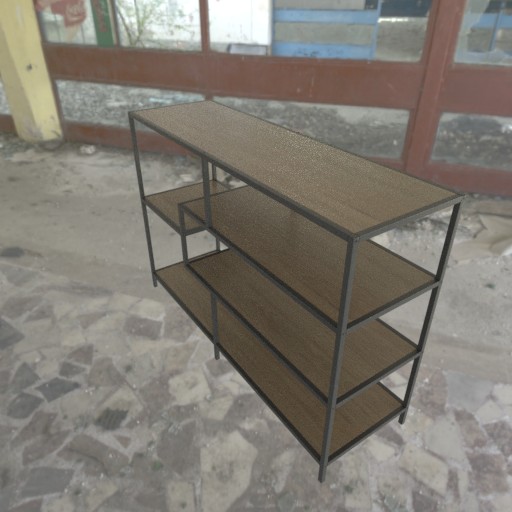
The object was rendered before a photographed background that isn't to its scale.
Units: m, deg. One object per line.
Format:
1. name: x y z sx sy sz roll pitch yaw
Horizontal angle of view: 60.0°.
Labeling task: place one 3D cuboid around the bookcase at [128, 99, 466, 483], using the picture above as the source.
1. bookcase: 0.000 0.000 1.505 0.350 0.780 1.140 -20 37 -29
